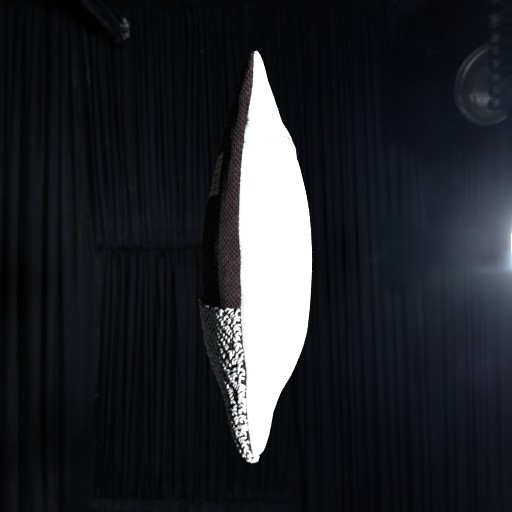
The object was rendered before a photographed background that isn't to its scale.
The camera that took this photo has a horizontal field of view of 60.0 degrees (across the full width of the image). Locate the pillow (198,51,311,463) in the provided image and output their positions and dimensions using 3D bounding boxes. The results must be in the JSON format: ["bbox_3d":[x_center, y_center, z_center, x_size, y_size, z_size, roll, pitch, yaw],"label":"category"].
[{"bbox_3d":[0.000,0.000,0.729,0.178,0.473,0.475,0,-1,1],"label":"pillow"}]
